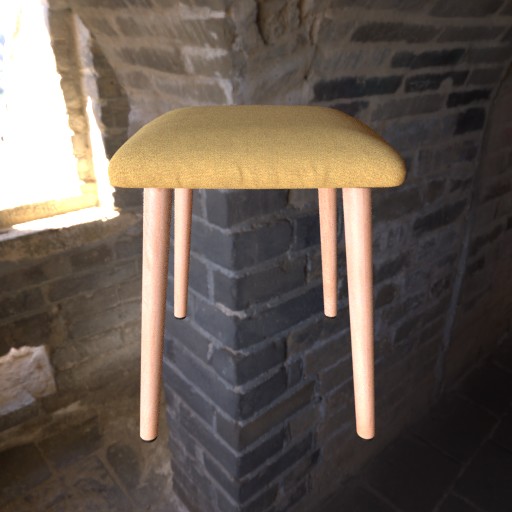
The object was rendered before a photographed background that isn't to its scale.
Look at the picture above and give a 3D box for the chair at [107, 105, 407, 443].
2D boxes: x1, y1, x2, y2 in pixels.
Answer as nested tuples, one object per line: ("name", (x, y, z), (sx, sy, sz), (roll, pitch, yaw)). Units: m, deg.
("chair", (0.000, 0.000, 0.704), (0.350, 0.440, 0.350), (0, 25, 0))
